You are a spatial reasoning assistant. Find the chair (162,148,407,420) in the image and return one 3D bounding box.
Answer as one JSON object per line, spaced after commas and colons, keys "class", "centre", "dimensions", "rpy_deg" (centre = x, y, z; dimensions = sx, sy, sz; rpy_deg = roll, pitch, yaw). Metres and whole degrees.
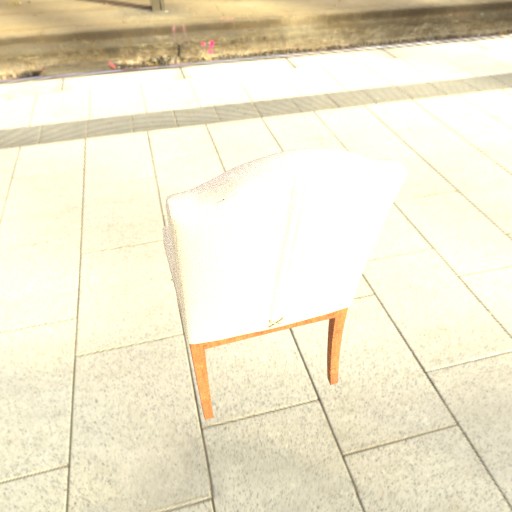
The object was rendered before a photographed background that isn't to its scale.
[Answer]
{"class": "chair", "centre": [0.000, 0.000, 1.402], "dimensions": [0.534, 1.012, 0.648], "rpy_deg": [-11, 43, -13]}
